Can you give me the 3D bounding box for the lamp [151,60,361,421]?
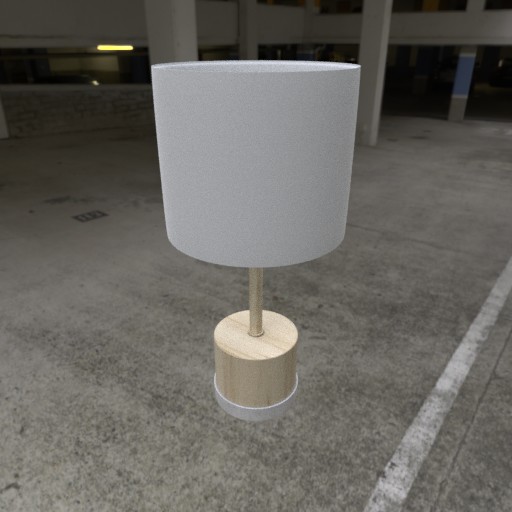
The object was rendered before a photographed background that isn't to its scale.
[{"bbox_3d":[0.000,0.000,0.593,0.229,0.470,0.229,18,31,33],"label":"lamp"}]
